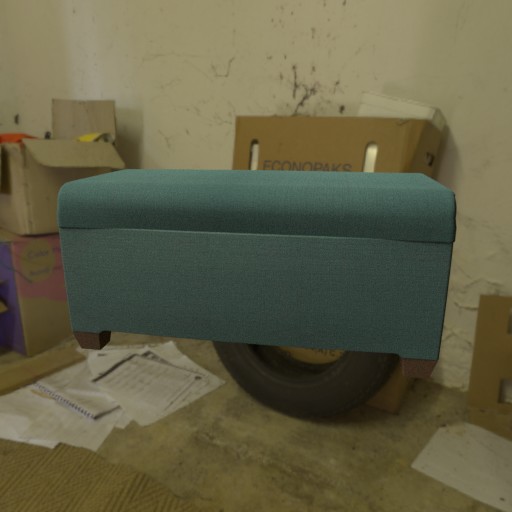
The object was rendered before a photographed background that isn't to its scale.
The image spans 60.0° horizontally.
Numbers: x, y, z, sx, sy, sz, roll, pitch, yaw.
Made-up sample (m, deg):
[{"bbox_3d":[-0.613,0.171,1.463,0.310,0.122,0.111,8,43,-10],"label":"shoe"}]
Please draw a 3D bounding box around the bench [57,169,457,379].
[{"bbox_3d":[0.000,0.000,1.300,0.995,0.474,0.476,3,16,9],"label":"bench"}]
